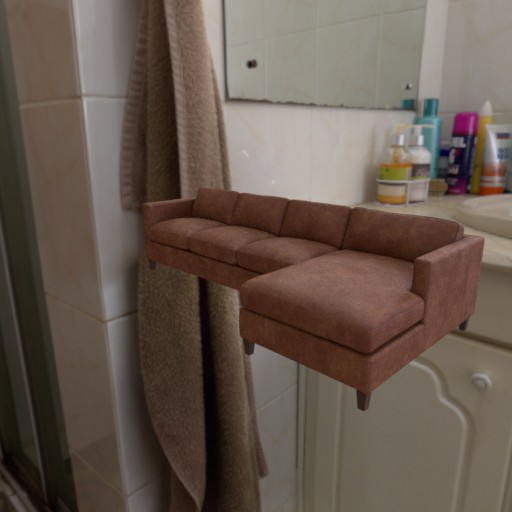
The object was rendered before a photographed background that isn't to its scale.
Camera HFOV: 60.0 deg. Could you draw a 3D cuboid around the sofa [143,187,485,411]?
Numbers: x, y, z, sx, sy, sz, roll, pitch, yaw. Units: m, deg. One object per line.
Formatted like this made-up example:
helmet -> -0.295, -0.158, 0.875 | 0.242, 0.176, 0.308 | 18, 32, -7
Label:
sofa -> 0.000, 0.000, 3.884 | 3.203, 0.883, 1.581 | 15, 21, 43
